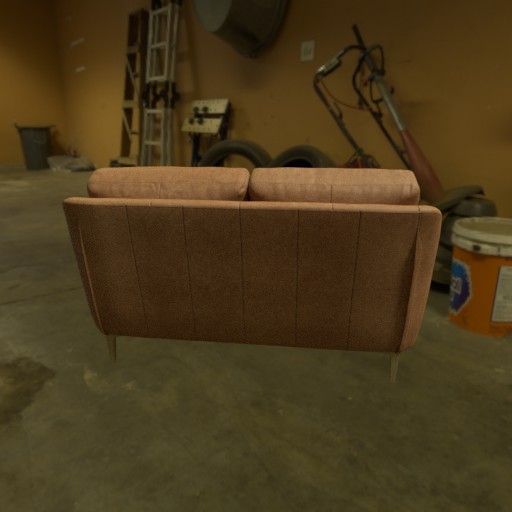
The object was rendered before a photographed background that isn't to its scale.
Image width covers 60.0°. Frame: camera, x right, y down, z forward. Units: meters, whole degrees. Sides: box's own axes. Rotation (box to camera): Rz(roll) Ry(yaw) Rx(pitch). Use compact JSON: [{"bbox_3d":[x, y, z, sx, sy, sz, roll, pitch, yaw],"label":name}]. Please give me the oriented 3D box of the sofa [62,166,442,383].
[{"bbox_3d":[0.000,0.000,2.148,1.619,0.902,0.960,2,17,7],"label":"sofa"}]
